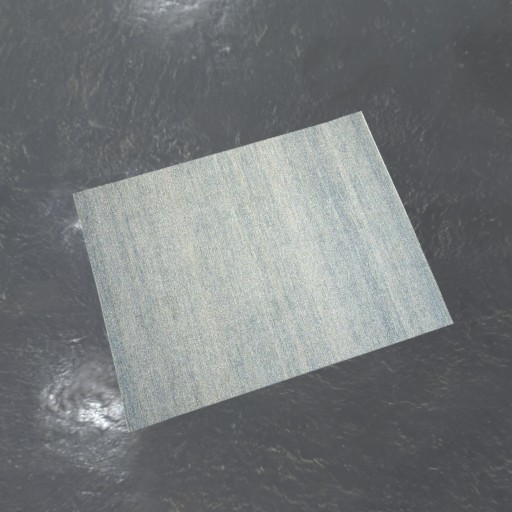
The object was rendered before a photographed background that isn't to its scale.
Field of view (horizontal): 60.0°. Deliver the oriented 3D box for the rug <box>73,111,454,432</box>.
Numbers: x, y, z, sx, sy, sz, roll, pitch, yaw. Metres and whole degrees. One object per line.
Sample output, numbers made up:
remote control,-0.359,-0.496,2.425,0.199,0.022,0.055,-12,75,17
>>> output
rug,0.000,0.000,4.445,3.237,0.046,2.461,-17,75,-5
